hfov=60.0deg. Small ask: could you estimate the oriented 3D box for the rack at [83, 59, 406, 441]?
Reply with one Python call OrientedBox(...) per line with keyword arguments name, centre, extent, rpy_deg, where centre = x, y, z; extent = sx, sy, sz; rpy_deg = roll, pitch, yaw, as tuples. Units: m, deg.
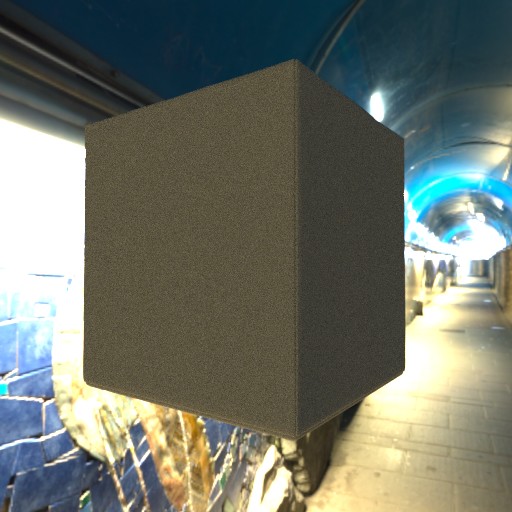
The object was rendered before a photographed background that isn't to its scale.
OrientedBox(name="rack", centre=(0.000, 0.000, 0.504), extent=(0.270, 0.280, 0.270), rpy_deg=(-1, -2, 36))
